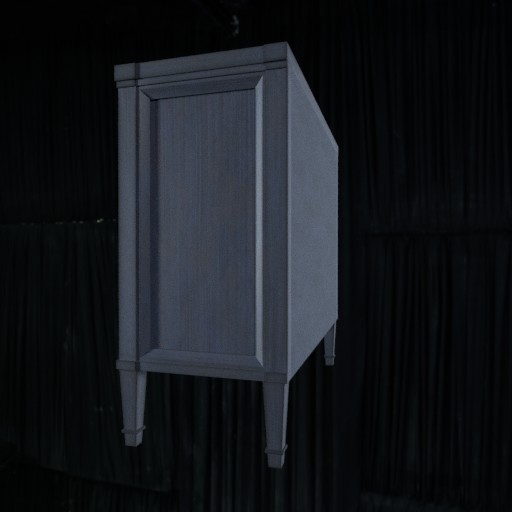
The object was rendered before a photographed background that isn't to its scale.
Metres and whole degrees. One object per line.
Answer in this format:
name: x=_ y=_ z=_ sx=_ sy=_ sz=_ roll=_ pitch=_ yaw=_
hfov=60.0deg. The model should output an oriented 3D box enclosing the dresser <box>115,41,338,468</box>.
dresser: x=0.000 y=0.000 z=1.581 sx=0.463 sy=0.986 sz=1.049 roll=0 pitch=1 yaw=17
